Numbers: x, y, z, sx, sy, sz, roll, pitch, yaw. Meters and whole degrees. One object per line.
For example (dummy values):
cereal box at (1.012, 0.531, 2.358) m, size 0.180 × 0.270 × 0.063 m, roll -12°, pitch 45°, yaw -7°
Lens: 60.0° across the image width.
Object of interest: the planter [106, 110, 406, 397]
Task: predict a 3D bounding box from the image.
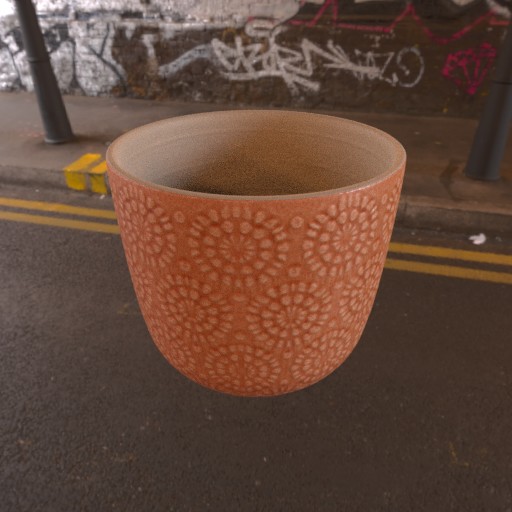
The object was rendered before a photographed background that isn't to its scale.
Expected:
planter at (0.000, 0.000, 0.365) m, size 0.208 × 0.190 × 0.208 m, roll 0°, pitch 31°, yaw 0°
